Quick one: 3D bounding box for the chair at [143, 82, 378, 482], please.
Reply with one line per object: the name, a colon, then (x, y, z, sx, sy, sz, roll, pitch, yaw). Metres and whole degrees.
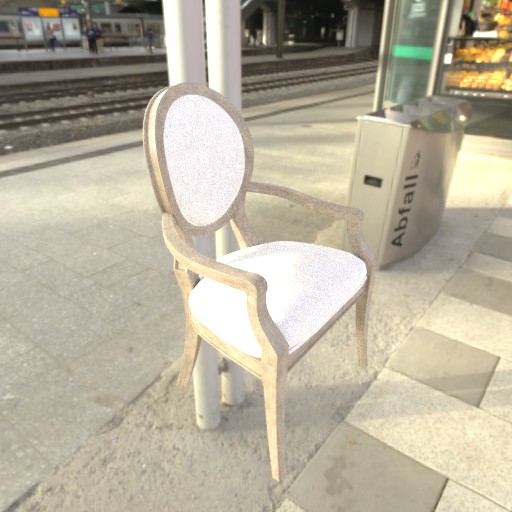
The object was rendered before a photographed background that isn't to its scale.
chair: (0.000, 0.000, 1.394, 0.602, 0.991, 0.611, 18, 32, 32)
